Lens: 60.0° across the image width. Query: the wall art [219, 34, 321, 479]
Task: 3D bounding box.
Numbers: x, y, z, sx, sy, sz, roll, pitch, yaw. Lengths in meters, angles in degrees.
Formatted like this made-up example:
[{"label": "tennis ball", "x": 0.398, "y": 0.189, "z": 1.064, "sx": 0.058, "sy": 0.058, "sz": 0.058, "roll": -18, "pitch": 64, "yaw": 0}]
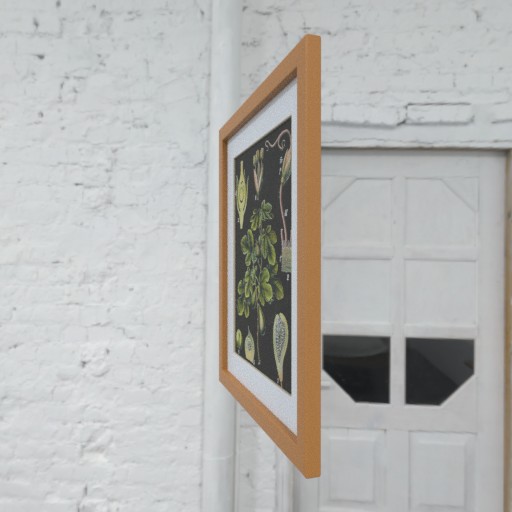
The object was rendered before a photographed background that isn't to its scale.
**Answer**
[{"label": "wall art", "x": 0.000, "y": 0.000, "z": 0.767, "sx": 0.022, "sy": 0.553, "sz": 0.452, "roll": 0, "pitch": 0, "yaw": -19}]
